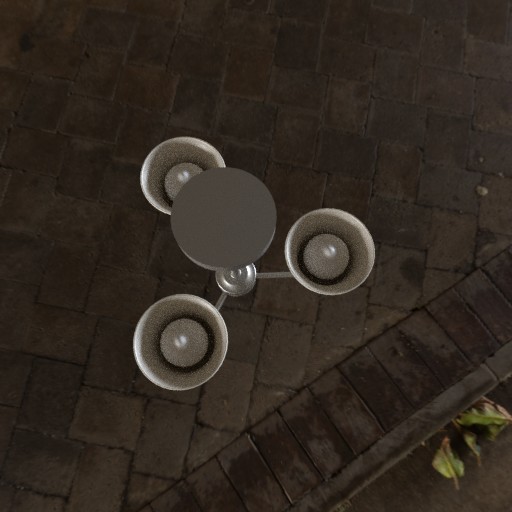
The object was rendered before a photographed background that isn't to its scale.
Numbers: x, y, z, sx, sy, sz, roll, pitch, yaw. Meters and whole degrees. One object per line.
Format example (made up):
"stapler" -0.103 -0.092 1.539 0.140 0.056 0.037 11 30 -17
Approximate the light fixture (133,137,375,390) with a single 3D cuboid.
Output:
"light fixture" 0.000 0.000 0.682 0.354 0.370 0.388 -1 75 0
